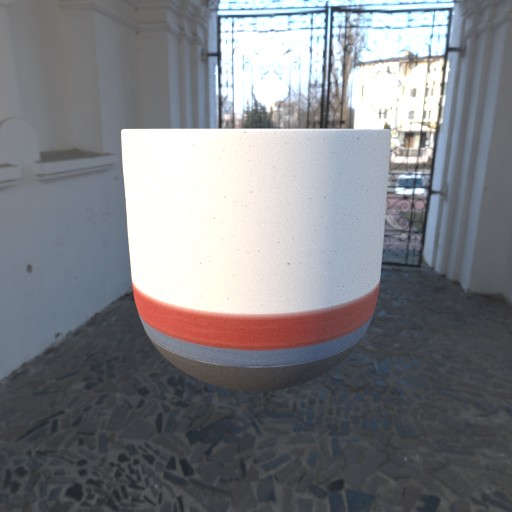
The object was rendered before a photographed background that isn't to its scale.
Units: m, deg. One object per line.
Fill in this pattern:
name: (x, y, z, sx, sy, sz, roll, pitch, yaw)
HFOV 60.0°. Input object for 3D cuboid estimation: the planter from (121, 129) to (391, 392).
planter: (0.000, 0.000, 0.491, 0.268, 0.270, 0.268, 0, 16, 0)
